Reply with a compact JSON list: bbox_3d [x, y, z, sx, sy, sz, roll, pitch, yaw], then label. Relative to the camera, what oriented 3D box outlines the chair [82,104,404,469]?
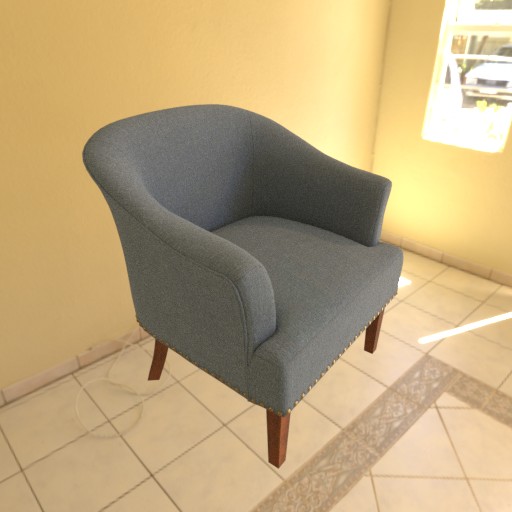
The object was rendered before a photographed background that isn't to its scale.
[{"bbox_3d":[0.000,0.000,1.374,0.704,0.815,0.798,20,34,33],"label":"chair"}]
